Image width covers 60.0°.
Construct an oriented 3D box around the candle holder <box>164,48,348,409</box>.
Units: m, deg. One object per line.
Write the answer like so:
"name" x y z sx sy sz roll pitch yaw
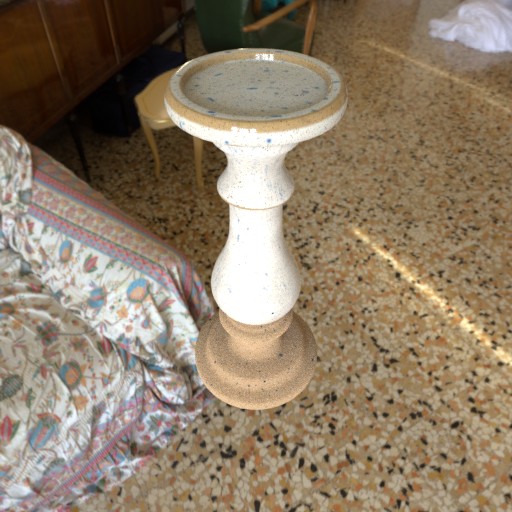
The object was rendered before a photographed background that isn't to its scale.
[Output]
"candle holder" 0.000 0.000 0.253 0.088 0.203 0.088 0 45 0
